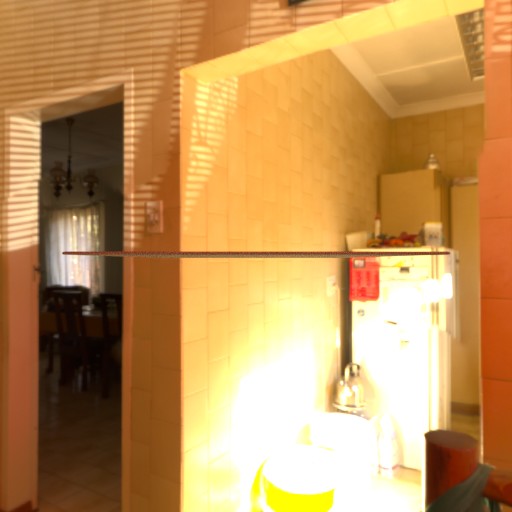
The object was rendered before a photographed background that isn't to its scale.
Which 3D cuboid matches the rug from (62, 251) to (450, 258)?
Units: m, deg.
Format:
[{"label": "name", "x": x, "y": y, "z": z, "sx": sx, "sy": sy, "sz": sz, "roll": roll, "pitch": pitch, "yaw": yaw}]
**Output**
[{"label": "rug", "x": 0.000, "y": 0.000, "z": 2.297, "sx": 1.219, "sy": 0.010, "sz": 1.829, "roll": 0, "pitch": -1, "yaw": 0}]
